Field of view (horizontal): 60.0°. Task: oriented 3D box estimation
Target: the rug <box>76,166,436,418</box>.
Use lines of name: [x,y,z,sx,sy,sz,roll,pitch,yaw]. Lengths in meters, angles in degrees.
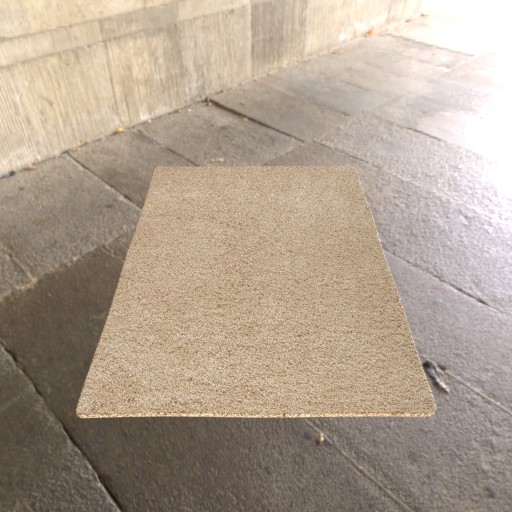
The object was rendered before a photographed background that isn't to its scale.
rug: [0.000,0.000,2.061,1.199,0.025,1.600,0,41,0]
